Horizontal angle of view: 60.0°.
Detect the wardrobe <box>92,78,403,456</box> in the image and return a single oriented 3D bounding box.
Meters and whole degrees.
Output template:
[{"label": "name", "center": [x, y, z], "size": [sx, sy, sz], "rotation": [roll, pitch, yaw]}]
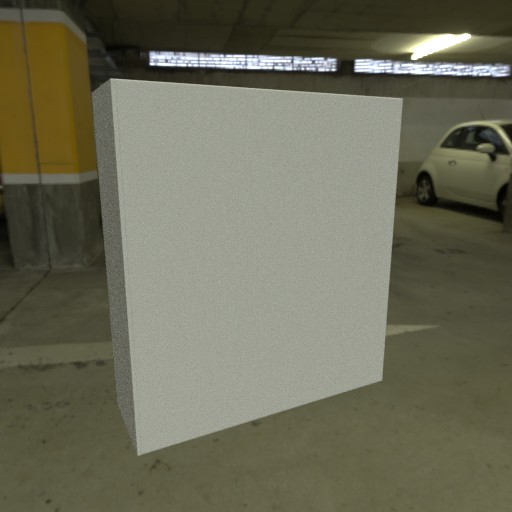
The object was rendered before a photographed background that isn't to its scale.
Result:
[{"label": "wardrobe", "center": [0.000, 0.000, 2.955], "size": [1.830, 2.020, 0.600], "rotation": [-7, 15, -27]}]
